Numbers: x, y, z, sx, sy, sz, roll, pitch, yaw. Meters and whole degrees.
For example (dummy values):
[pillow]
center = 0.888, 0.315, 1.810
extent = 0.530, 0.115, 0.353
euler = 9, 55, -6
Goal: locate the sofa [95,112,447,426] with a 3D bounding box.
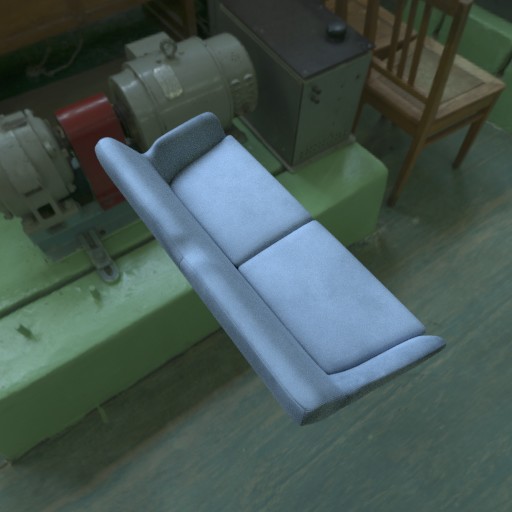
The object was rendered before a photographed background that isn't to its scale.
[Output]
[sofa]
center = 0.000, 0.000, 2.337
extent = 0.850, 0.810, 1.870
euler = -32, 63, -18
